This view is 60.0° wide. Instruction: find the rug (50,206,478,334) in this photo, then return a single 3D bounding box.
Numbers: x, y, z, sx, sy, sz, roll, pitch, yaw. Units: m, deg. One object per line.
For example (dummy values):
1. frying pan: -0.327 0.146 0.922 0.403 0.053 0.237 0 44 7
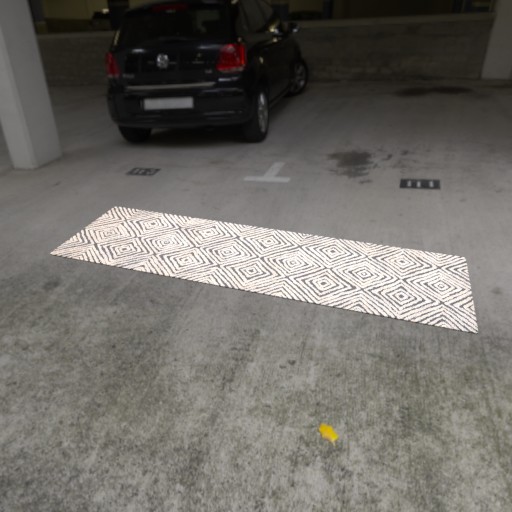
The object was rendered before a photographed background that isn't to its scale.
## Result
1. rug: 0.000 0.000 2.529 2.277 0.008 0.676 9 33 15
